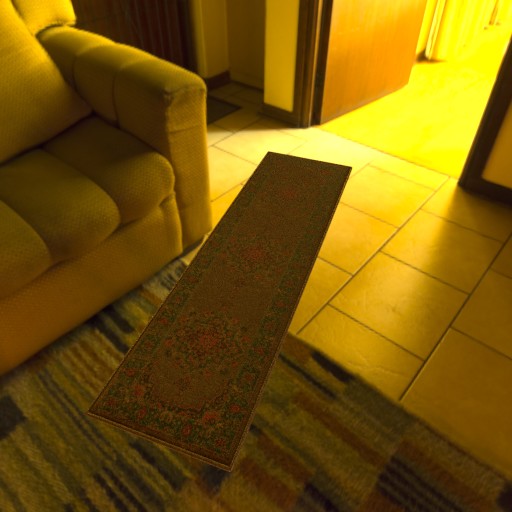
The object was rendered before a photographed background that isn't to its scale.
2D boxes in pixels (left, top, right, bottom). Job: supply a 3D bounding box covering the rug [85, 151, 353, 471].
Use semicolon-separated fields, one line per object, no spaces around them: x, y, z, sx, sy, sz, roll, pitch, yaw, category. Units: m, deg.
0.000;0.000;2.531;0.659;0.019;2.297;14;44;15;rug
